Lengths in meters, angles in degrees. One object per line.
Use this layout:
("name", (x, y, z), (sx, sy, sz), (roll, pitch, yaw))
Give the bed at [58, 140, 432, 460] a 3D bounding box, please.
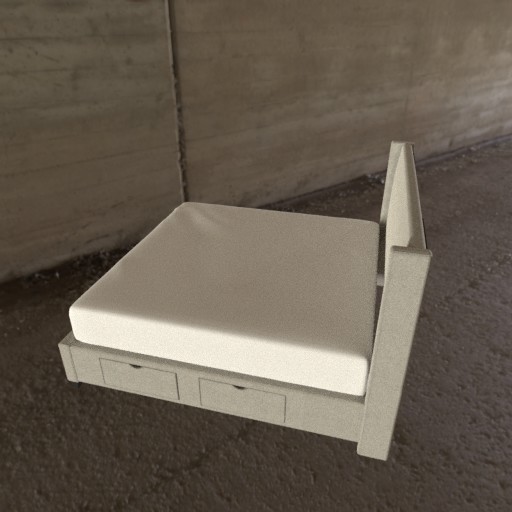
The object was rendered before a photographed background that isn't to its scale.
("bed", (0.000, 0.000, 3.563), (2.280, 1.470, 2.140), (7, 30, 13))
